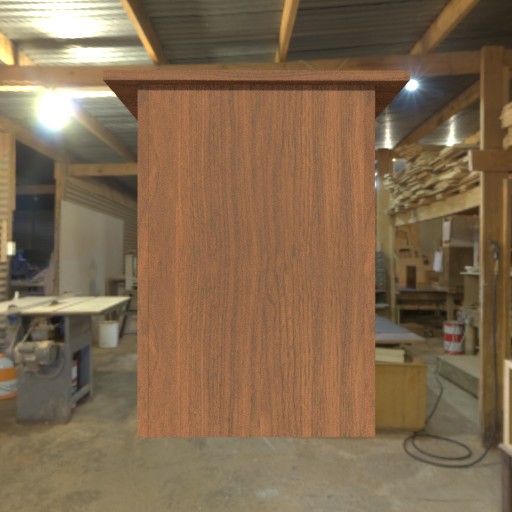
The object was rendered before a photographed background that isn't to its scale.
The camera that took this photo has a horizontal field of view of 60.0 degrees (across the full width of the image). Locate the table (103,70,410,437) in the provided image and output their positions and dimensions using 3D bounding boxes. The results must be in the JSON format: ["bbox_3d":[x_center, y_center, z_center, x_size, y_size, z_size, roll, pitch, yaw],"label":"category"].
[{"bbox_3d":[0.000,0.000,1.052,0.589,0.711,0.406,0,0,0],"label":"table"}]
